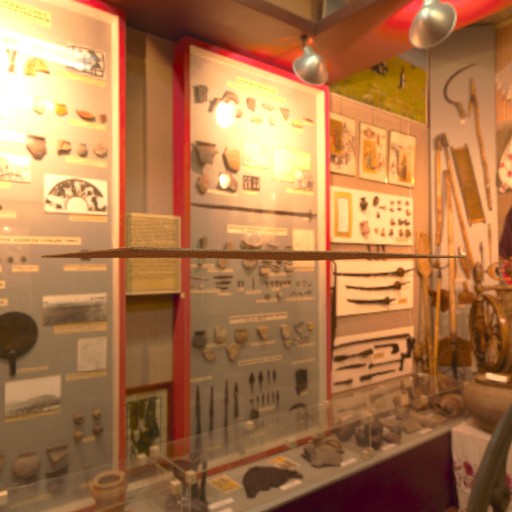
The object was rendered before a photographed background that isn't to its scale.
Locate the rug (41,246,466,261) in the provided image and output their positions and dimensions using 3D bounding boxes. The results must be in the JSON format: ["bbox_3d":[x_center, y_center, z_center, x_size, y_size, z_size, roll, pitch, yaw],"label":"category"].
[{"bbox_3d":[0.000,0.000,2.893,2.283,0.030,1.596,1,-2,-36],"label":"rug"}]
